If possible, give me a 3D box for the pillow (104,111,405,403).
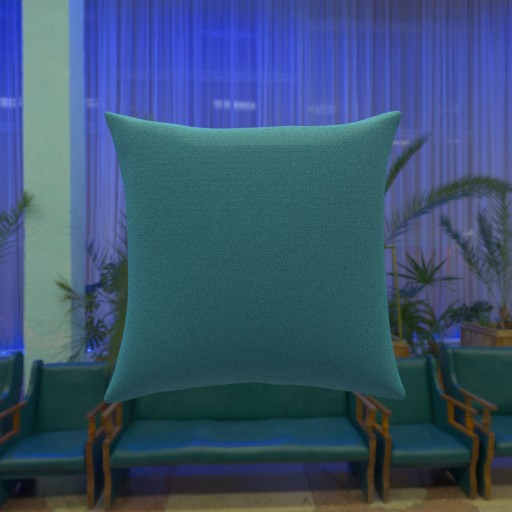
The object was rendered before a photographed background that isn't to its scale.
[{"bbox_3d":[0.000,0.000,0.756,0.514,0.497,0.150,0,0,-1],"label":"pillow"}]
